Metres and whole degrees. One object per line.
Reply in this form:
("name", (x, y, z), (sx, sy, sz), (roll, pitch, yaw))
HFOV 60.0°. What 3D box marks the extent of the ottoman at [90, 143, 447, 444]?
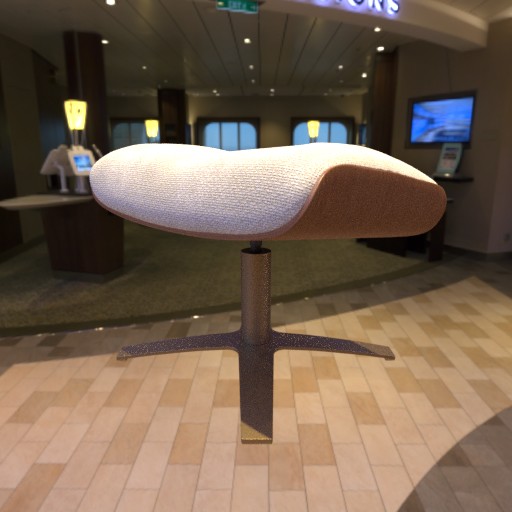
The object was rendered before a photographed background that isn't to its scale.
("ottoman", (0.000, 0.000, 0.795), (0.520, 0.391, 0.394), (13, 19, 43))
